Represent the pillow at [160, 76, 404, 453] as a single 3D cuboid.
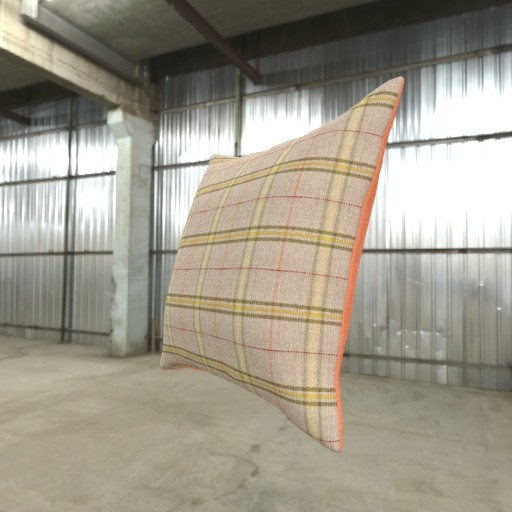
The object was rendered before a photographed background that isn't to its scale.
[{"bbox_3d":[0.000,0.000,0.682,0.200,0.430,0.453,1,-2,-36],"label":"pillow"}]
